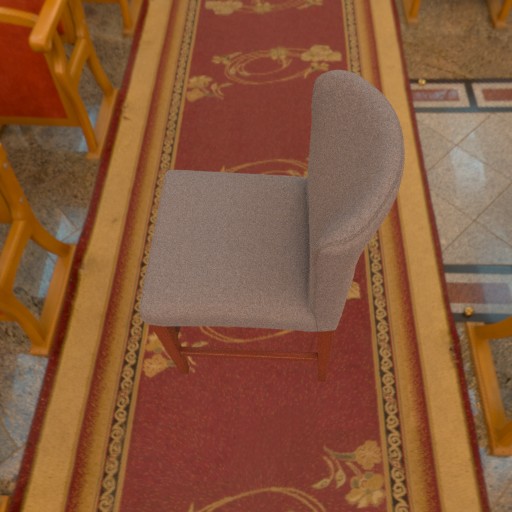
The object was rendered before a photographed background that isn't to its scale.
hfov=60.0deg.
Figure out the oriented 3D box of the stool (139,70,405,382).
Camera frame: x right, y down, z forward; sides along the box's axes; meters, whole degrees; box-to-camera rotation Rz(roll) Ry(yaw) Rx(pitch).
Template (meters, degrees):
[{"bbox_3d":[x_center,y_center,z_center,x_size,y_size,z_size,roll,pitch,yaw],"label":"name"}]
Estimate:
[{"bbox_3d":[0.000,0.000,1.262,0.568,0.968,0.481,2,60,1],"label":"stool"}]
